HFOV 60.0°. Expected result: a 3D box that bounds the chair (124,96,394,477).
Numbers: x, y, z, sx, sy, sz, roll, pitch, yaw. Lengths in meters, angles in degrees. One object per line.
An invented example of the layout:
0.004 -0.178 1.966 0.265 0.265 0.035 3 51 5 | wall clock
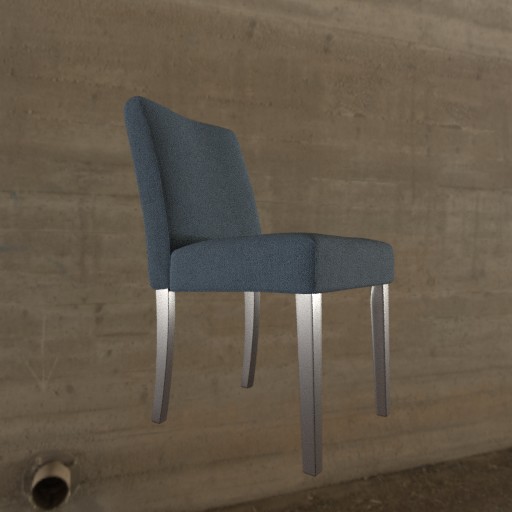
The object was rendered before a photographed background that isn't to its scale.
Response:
0.000 0.000 1.232 0.629 0.882 0.487 0 0 36 | chair
